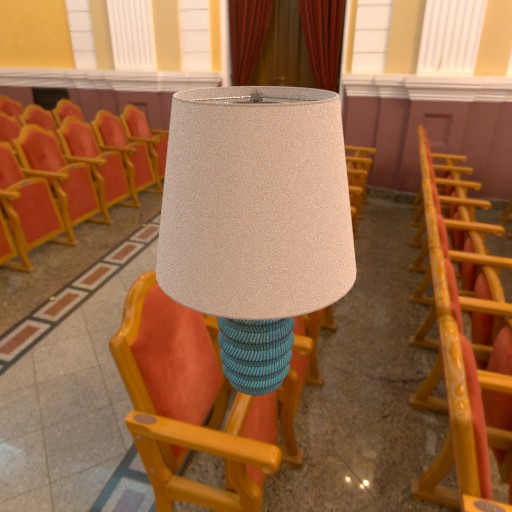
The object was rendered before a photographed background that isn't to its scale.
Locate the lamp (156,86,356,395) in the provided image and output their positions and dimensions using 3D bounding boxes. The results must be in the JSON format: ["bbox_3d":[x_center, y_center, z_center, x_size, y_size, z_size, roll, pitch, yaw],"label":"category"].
[{"bbox_3d":[0.000,0.000,0.567,0.254,0.392,0.254,0,26,0],"label":"lamp"}]
